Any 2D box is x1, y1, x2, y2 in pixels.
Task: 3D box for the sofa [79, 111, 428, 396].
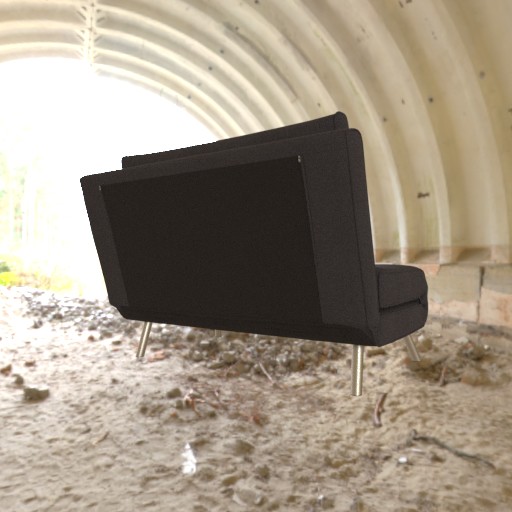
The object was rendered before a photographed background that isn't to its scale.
[{"bbox_3d":[0.000,0.000,1.897,1.220,0.910,0.910,0,-1,34],"label":"sofa"}]
